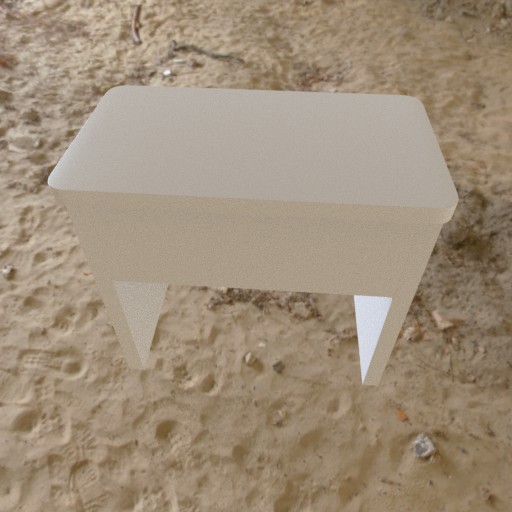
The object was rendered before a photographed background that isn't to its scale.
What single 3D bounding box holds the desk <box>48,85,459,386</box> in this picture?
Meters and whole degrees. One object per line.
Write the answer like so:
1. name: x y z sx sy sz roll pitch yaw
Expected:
1. desk: 0.000 0.000 1.251 0.790 0.760 0.446 3 46 3
